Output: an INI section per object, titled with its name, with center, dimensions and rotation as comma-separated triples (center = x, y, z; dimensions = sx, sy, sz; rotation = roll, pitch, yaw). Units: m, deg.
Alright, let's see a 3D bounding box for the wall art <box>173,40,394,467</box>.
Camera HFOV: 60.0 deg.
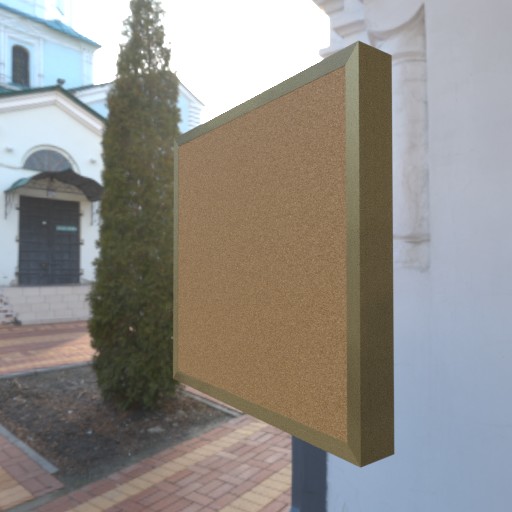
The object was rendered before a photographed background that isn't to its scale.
[wall art]
center = 0.000, 0.000, 0.450
dimensions = 0.038, 0.305, 0.304
rotation = 1, -2, -36
